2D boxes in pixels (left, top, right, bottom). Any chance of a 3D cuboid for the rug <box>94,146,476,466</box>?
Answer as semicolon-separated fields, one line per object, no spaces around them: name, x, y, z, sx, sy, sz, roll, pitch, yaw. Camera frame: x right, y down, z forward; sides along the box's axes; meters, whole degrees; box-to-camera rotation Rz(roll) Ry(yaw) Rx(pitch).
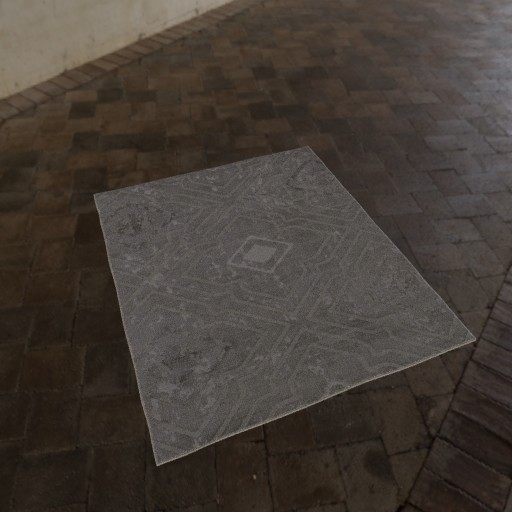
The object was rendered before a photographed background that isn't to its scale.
rug;0.000;0.000;0.881;0.548;0.006;0.639;-16;48;-15
